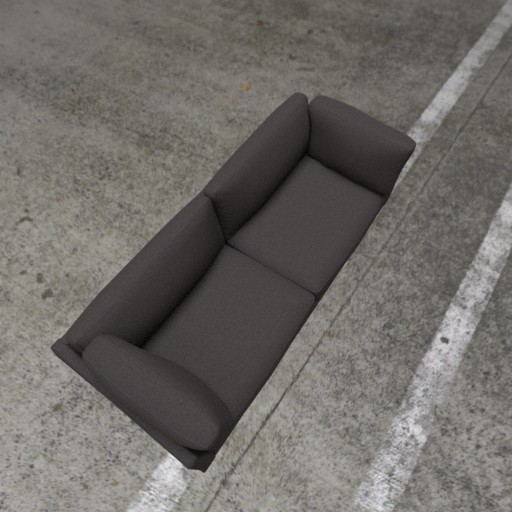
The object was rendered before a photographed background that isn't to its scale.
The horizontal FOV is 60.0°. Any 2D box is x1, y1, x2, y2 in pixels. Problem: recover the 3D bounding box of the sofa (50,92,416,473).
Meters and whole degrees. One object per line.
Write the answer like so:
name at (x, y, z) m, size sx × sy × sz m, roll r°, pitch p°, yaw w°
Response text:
sofa at (0.000, 0.000, 2.714) m, size 0.969 × 0.792 × 2.312 m, roll 30°, pitch 64°, yaw 17°
